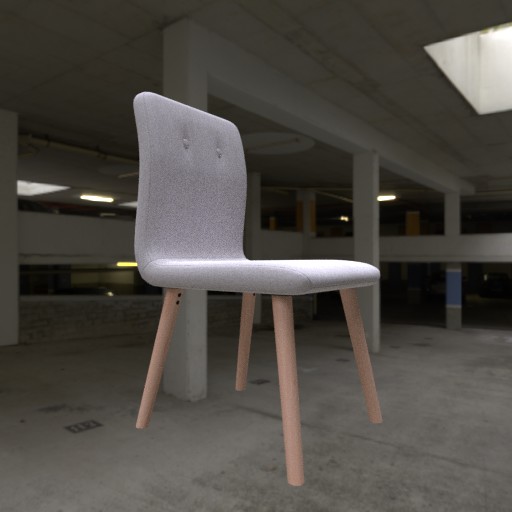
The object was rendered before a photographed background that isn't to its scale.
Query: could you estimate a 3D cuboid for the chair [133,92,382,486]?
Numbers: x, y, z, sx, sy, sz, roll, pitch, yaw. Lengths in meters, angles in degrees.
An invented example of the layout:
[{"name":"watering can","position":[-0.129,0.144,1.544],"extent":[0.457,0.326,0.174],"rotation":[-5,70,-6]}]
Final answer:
[{"name":"chair","position":[0.000,0.000,1.181],"extent":[0.550,0.885,0.435],"rotation":[0,0,37]}]
